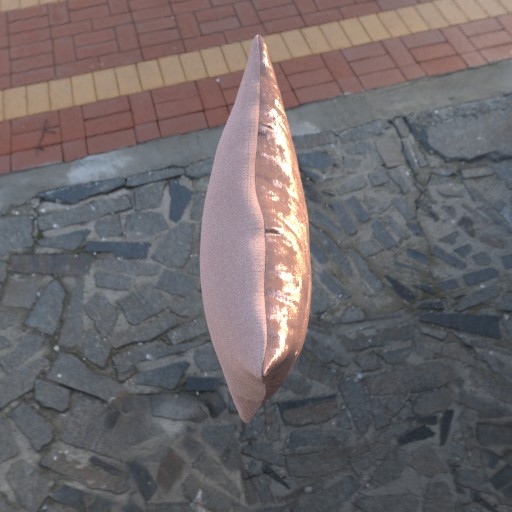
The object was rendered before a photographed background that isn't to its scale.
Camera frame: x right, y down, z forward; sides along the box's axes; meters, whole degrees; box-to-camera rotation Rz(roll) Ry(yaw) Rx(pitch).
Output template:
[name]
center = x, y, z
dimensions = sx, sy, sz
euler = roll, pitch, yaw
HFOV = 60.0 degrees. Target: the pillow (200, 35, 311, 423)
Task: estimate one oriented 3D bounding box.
[pillow]
center = 0.000, 0.000, 0.716
dimensions = 0.175, 0.464, 0.470
euler = 1, 64, 0
